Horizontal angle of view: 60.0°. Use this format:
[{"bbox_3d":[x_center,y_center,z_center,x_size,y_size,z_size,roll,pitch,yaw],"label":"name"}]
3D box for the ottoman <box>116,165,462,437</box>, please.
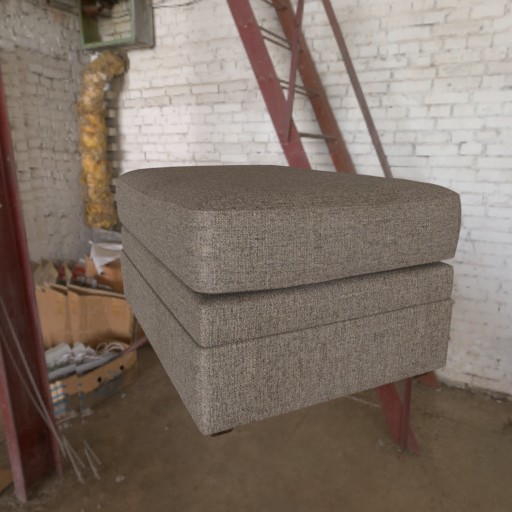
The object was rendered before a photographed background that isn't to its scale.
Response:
[{"bbox_3d":[0.000,0.000,1.243,0.637,0.478,0.885,-7,16,-25],"label":"ottoman"}]
